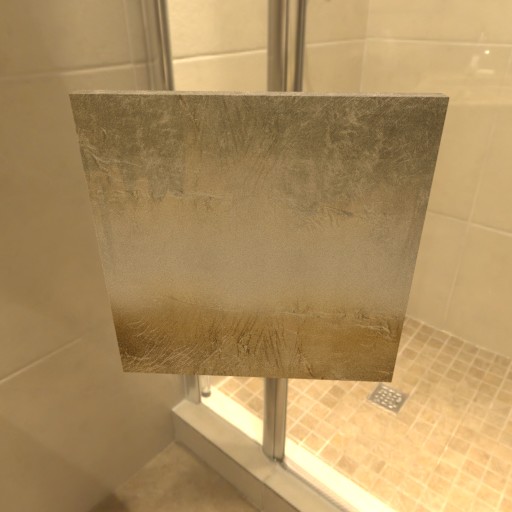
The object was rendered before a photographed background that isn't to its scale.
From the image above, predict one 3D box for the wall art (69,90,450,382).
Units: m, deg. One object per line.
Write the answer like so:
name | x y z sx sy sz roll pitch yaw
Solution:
wall art | 0.000 0.000 0.874 0.610 0.610 0.038 1 29 3
